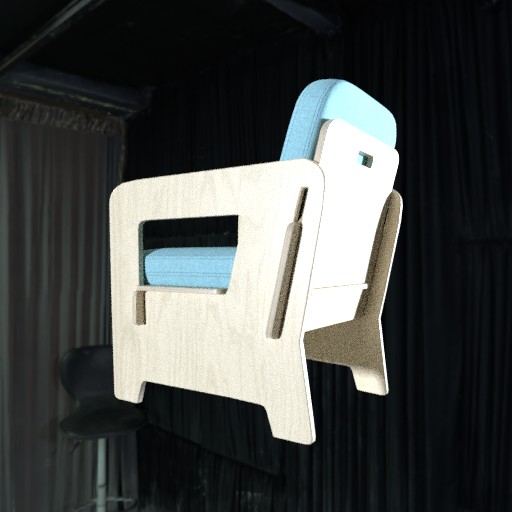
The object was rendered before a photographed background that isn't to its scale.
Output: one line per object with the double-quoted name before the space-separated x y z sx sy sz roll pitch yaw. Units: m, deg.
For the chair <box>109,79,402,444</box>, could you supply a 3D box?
"chair" 0.000 0.000 1.288 0.710 0.800 0.590 0 0 37
